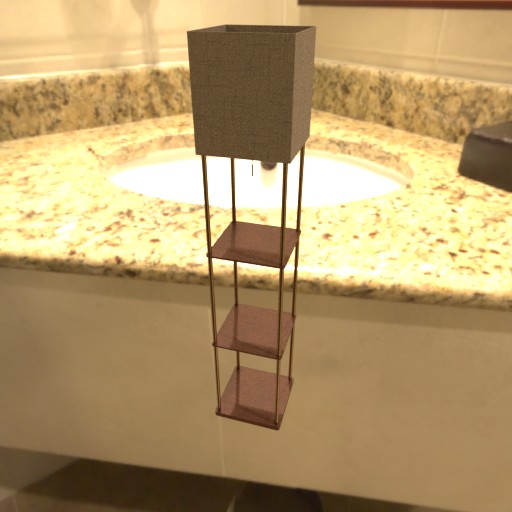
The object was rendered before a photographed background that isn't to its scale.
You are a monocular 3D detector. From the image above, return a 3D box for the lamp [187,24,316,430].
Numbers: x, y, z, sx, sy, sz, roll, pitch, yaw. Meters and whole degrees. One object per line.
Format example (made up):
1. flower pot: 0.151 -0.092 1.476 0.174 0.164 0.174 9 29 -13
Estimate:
1. lamp: 0.000 0.000 1.714 0.308 1.569 0.310 9 32 14
